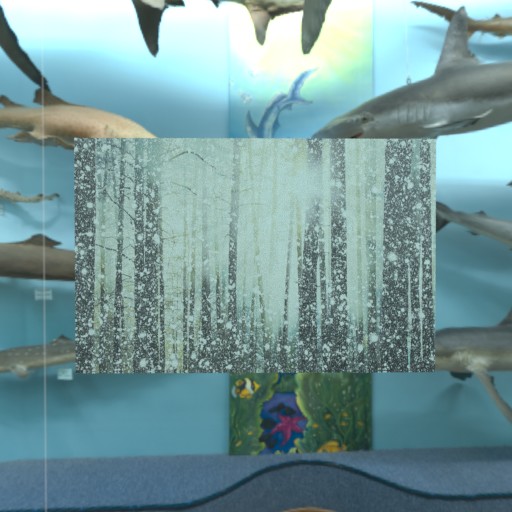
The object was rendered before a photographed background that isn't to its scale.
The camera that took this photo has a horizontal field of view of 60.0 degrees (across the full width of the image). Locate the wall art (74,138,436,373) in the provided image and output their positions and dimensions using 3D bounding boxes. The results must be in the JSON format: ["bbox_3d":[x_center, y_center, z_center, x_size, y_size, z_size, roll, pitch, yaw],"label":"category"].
[{"bbox_3d":[0.000,0.000,1.148,0.919,0.598,0.038,0,1,-1],"label":"wall art"}]
